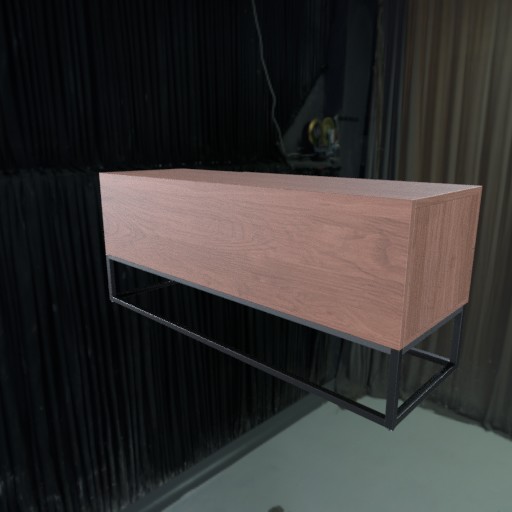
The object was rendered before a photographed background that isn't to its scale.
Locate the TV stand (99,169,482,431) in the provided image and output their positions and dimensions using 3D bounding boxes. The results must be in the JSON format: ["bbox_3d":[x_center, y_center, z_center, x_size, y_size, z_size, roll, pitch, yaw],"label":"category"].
[{"bbox_3d":[0.000,0.000,1.437,1.200,0.500,0.415,13,19,42],"label":"TV stand"}]
